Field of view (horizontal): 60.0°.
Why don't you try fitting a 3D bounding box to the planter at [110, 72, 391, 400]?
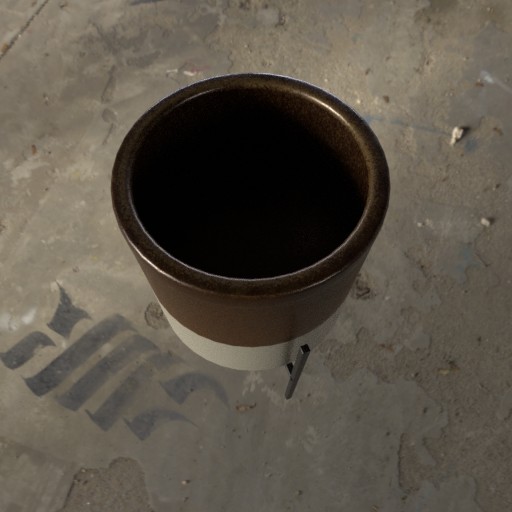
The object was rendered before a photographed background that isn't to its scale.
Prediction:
[{"bbox_3d":[0.000,0.000,0.560,0.255,0.375,0.269,34,68,16],"label":"planter"}]
